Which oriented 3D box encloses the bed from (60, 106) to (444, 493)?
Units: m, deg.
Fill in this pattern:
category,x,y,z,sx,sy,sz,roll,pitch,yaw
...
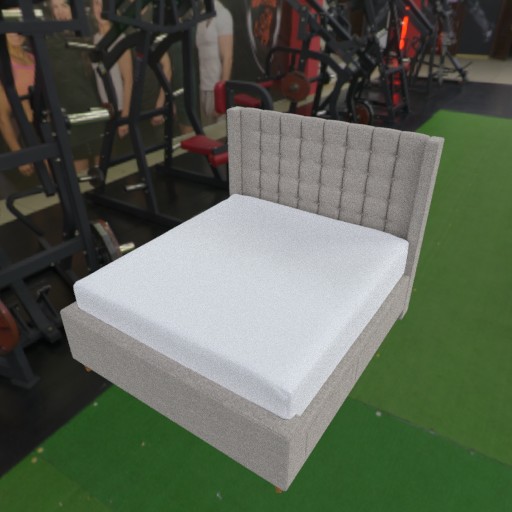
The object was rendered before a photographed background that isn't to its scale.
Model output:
category,x,y,z,sx,sy,sz,roll,pitch,yaw
bed,0.000,0.000,3.622,2.044,1.748,2.372,19,36,29
